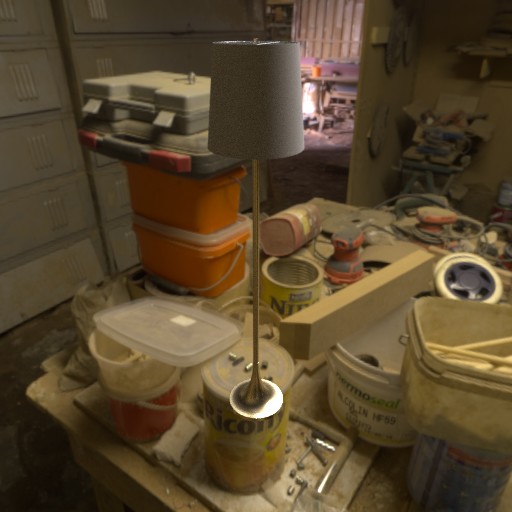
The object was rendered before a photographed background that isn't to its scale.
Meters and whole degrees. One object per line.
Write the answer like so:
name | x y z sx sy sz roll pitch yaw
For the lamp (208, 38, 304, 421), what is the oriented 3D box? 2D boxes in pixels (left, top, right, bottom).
lamp | 0.000 0.000 1.751 0.337 1.543 0.337 0 28 0
